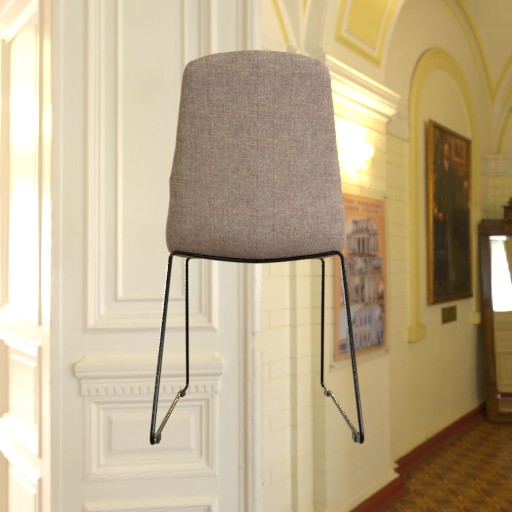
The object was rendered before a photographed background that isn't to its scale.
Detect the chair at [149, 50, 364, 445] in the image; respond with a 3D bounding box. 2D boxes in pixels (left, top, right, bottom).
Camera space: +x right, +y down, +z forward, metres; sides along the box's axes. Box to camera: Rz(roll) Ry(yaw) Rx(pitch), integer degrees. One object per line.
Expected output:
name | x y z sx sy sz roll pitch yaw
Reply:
chair | 0.000 0.000 1.174 0.479 0.858 0.518 0 -1 -1
